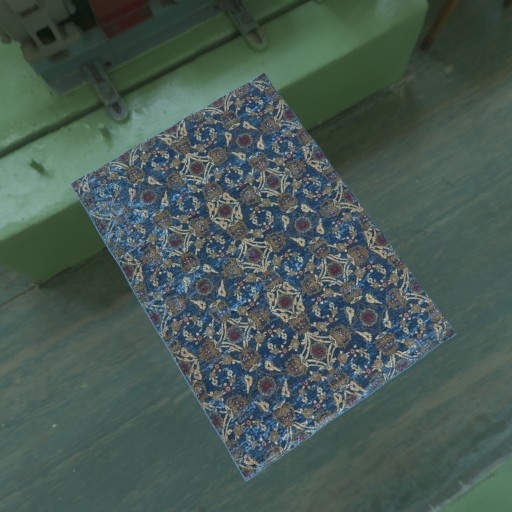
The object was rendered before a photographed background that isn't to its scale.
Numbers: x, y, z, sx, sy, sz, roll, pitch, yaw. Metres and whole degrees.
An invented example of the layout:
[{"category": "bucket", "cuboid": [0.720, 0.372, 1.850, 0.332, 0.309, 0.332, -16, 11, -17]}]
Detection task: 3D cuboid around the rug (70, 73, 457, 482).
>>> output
[{"category": "rug", "cuboid": [0.000, 0.000, 4.301, 2.337, 0.013, 3.291, -32, 79, -7]}]
